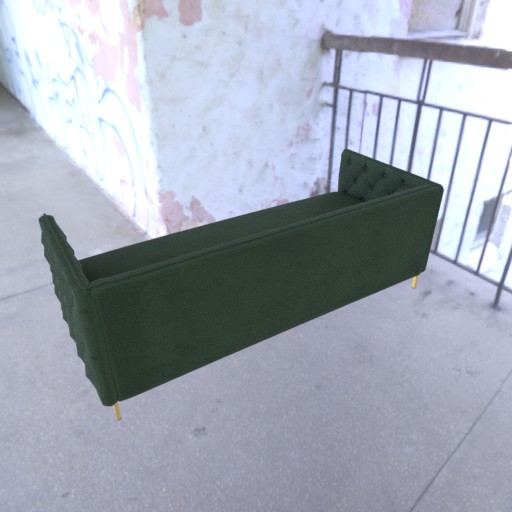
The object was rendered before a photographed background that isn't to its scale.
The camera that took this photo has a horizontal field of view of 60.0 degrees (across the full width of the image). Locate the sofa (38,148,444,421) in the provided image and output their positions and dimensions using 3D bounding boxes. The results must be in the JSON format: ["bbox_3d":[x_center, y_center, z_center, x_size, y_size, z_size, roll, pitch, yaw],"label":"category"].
[{"bbox_3d":[0.000,0.000,2.683,2.209,0.771,0.895,-18,35,-27],"label":"sofa"}]
